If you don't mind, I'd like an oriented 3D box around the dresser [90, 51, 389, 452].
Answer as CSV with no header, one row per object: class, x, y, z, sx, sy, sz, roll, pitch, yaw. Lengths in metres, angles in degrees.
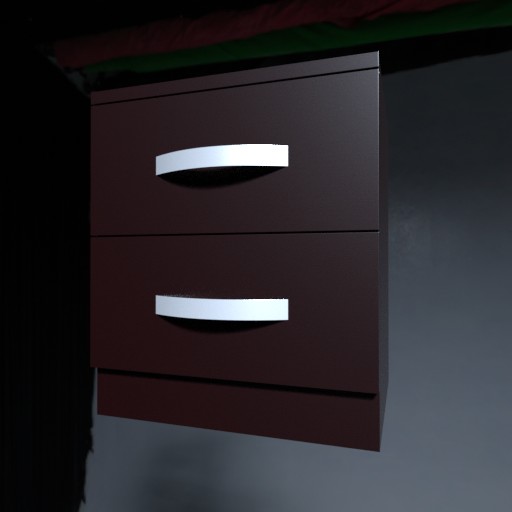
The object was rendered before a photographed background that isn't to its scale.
dresser,0.000,0.000,0.719,0.400,0.470,0.360,0,0,18
